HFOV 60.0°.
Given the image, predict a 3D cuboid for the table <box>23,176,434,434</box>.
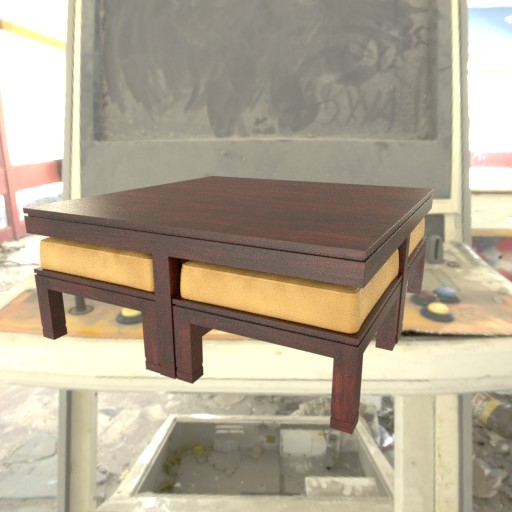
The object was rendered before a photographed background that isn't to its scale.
[{"bbox_3d":[0.000,0.000,1.333,0.865,0.356,0.865,8,18,27],"label":"table"}]
